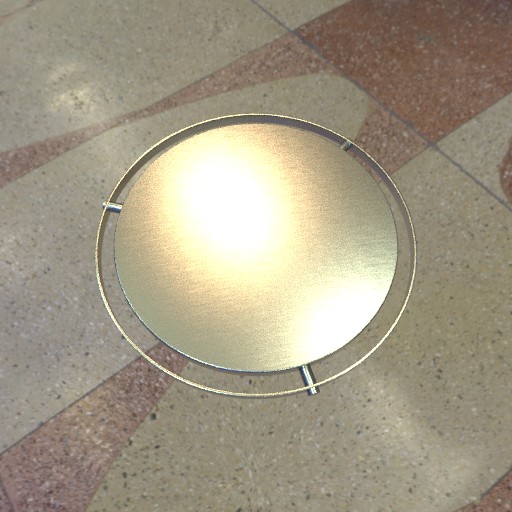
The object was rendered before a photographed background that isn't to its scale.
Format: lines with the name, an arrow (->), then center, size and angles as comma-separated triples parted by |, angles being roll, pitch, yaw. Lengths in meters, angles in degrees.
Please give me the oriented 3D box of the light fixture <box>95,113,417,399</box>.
light fixture -> 0.000, 0.000, 0.556 | 0.361, 0.130, 0.361 | 0, 63, 0
